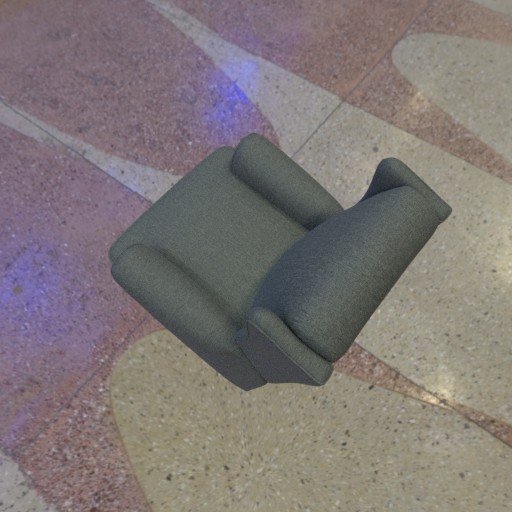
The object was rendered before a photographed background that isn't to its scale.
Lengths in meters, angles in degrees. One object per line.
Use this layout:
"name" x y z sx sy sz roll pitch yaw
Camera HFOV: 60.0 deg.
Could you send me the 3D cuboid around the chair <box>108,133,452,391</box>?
"chair" 0.000 0.000 1.699 0.969 1.011 0.847 36 69 17
